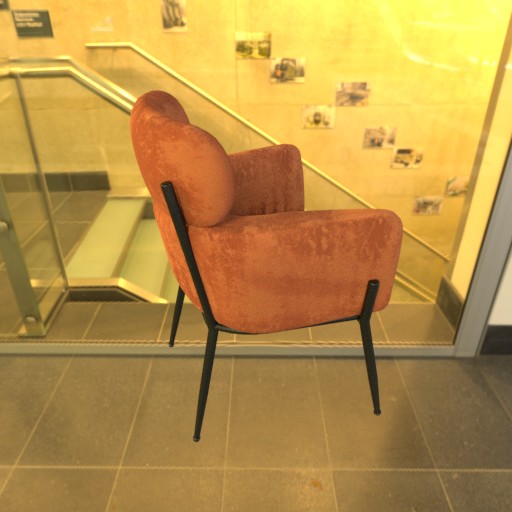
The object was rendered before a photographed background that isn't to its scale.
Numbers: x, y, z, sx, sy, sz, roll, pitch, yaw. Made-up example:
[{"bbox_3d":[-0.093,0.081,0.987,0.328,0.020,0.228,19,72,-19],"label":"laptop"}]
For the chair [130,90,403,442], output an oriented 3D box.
[{"bbox_3d":[0.000,0.000,1.120,0.523,0.772,0.561,-10,31,-16],"label":"chair"}]
